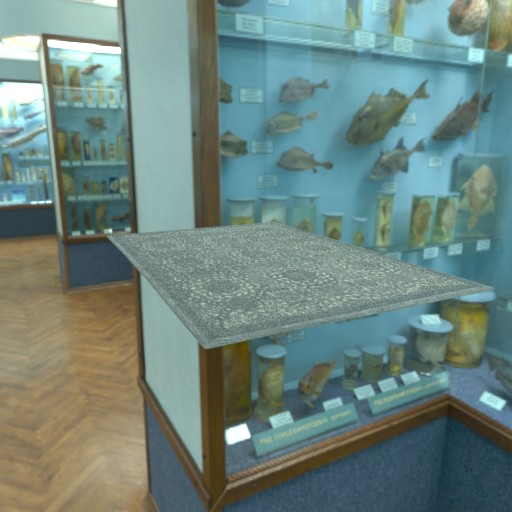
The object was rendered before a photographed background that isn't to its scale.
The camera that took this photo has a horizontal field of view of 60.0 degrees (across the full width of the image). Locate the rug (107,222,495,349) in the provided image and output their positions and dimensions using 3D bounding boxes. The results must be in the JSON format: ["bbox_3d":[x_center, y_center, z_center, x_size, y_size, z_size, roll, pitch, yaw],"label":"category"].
[{"bbox_3d":[0.000,0.000,2.295,1.224,0.016,1.830,-7,15,-26],"label":"rug"}]
